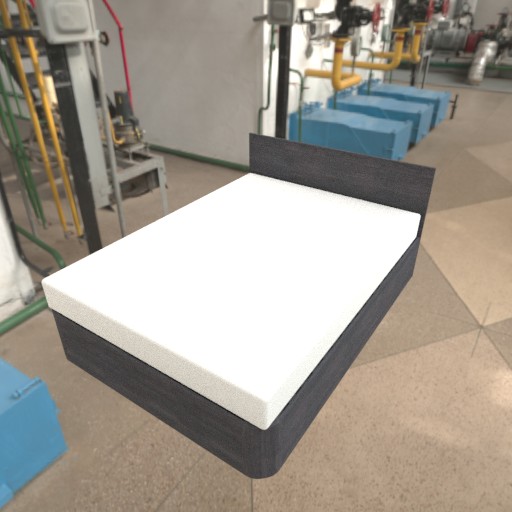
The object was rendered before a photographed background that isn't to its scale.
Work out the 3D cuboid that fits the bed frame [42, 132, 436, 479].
[{"bbox_3d":[0.000,0.000,2.610,1.400,0.800,1.900,19,36,29],"label":"bed frame"}]
